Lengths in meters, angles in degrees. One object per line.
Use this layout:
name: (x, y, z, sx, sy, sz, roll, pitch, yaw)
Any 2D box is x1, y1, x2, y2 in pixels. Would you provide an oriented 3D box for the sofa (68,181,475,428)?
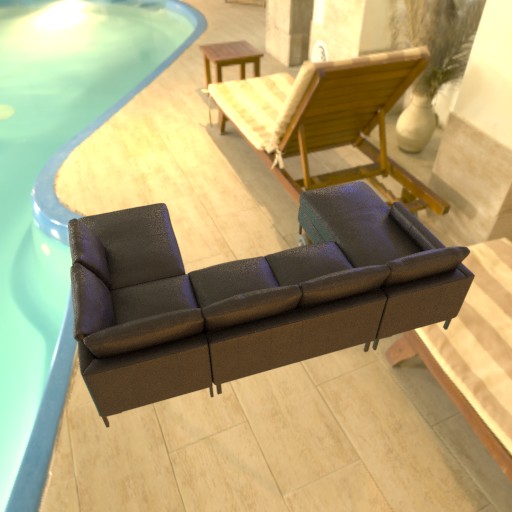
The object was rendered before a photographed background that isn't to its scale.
sofa: (0.000, 0.000, 3.885, 2.956, 0.900, 1.939, -12, 43, -14)
